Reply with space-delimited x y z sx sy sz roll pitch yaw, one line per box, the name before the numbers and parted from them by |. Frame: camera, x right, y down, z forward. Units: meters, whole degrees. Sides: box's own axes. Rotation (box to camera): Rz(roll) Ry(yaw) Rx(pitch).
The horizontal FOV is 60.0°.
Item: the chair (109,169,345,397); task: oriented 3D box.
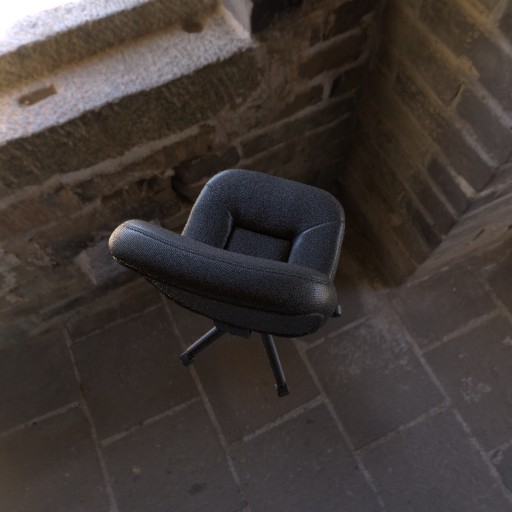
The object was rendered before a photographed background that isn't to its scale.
chair | 0.000 0.000 1.324 0.647 0.959 0.646 16 64 8
